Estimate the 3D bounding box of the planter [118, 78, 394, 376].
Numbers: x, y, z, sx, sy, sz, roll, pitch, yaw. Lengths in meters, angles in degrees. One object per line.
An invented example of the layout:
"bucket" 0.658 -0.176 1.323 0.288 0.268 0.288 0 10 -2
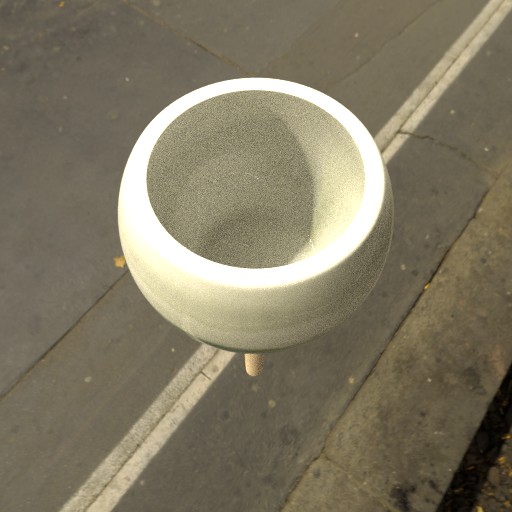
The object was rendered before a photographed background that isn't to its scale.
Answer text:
"planter" 0.000 0.000 0.437 0.222 0.278 0.222 0 64 0
